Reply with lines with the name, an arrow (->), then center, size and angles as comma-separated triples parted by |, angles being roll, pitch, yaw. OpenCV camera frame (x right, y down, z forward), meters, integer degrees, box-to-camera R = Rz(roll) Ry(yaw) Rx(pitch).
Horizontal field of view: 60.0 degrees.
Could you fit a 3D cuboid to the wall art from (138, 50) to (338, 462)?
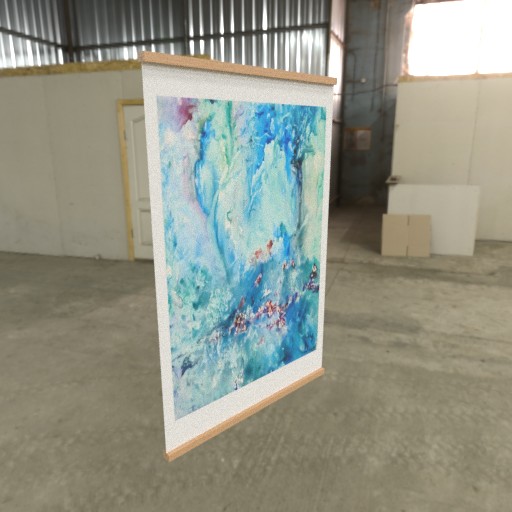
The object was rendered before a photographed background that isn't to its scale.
wall art -> 0.000, 0.000, 0.774 | 0.401, 0.611, 0.016 | -14, 21, -42
